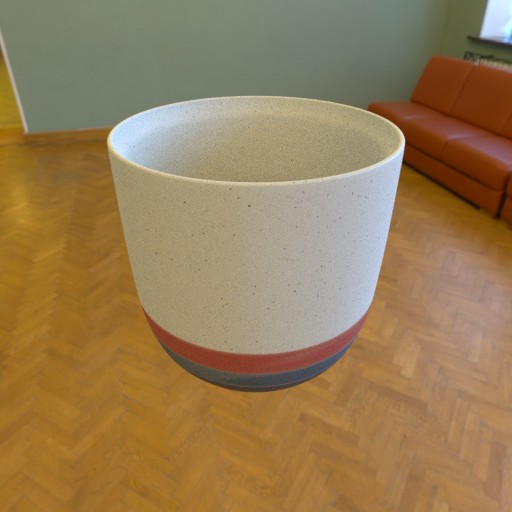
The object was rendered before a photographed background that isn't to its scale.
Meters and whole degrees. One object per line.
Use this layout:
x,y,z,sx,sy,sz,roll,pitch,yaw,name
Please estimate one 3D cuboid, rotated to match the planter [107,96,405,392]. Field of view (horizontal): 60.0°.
0.000,0.000,0.371,0.204,0.214,0.204,0,32,0,planter
